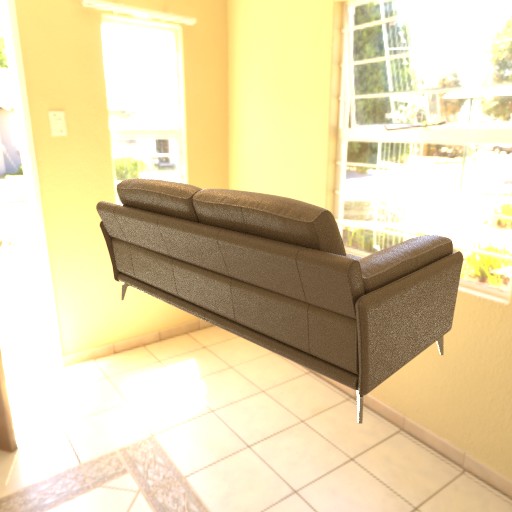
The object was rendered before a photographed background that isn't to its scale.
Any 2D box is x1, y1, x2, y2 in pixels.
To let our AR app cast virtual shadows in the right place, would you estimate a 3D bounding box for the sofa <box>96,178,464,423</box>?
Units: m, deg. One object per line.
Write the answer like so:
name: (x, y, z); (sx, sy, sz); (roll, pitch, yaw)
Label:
sofa: (0.000, 0.000, 2.725); (2.101, 0.930, 1.049); (15, 22, 43)
